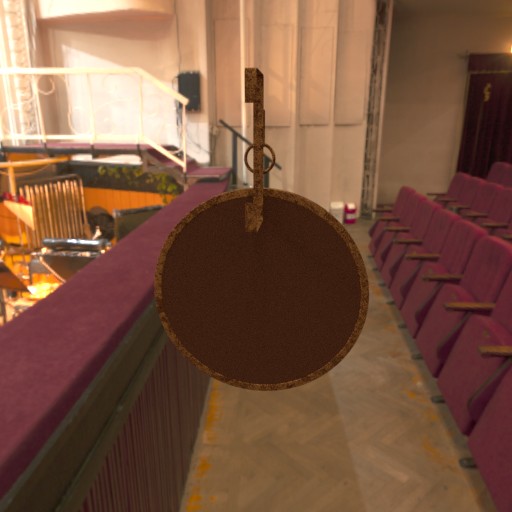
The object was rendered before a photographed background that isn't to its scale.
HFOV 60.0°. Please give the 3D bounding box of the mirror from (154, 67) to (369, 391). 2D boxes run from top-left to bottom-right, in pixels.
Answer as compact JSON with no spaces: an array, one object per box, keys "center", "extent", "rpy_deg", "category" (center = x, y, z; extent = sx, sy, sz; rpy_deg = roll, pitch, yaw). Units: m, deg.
[{"center":[0.000,0.000,0.845],"extent":[0.447,0.651,0.144],"rpy_deg":[2,16,7],"category":"mirror"}]
